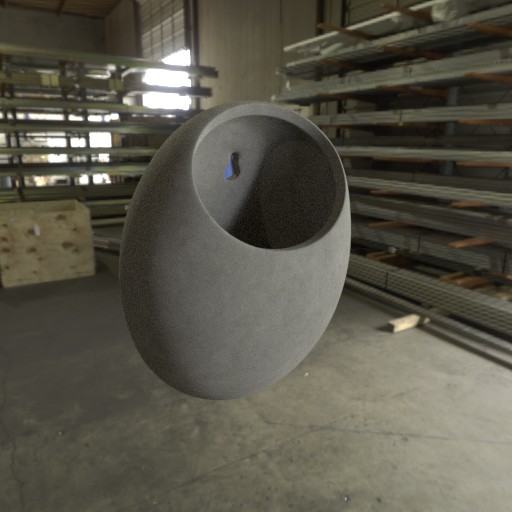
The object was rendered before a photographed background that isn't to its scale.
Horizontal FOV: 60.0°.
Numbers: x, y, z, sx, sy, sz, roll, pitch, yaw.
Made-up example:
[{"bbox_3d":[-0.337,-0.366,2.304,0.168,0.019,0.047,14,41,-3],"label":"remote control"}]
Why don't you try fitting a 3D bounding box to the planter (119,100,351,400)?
[{"bbox_3d":[0.000,0.000,0.283,0.185,0.188,0.071,-13,19,-42],"label":"planter"}]
